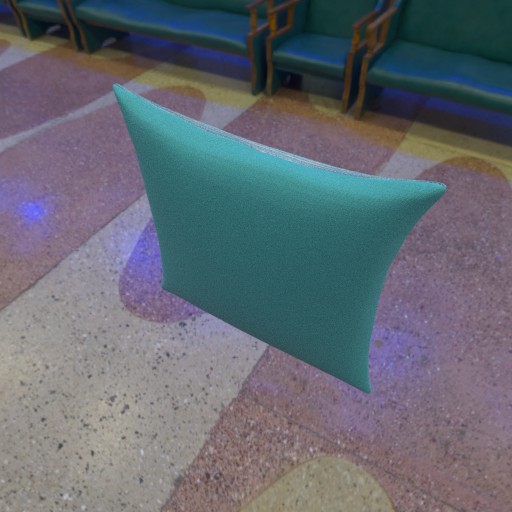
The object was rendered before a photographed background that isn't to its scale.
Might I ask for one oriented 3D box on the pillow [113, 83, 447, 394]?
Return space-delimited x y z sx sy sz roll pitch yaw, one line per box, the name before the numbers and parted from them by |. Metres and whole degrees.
pillow | 0.000 0.000 0.766 0.514 0.497 0.150 24 51 21
